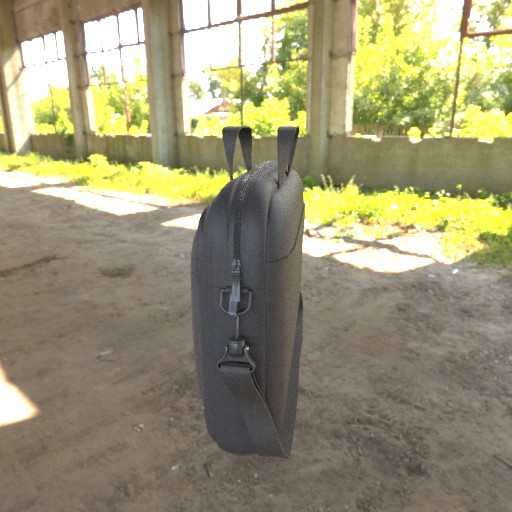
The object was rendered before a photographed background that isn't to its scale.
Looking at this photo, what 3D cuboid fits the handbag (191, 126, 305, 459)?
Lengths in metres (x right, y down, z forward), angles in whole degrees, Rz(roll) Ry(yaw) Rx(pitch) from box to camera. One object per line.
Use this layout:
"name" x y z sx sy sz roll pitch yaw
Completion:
"handbag" 0.000 0.000 0.587 0.126 0.330 0.429 2 17 8
